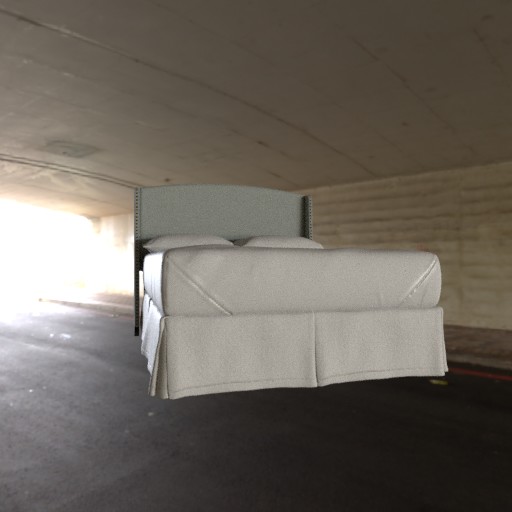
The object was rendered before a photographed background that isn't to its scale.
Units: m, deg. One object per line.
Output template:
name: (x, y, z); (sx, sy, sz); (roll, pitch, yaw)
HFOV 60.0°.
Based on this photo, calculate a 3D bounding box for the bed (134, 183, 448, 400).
bed: (0.000, 0.000, 3.304); (1.710, 1.407, 2.237); (0, -1, -17)
